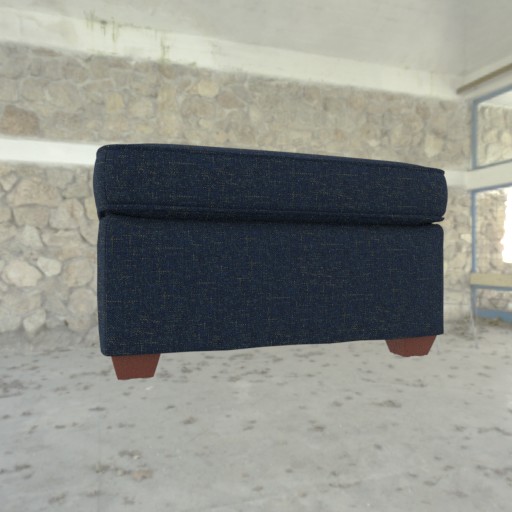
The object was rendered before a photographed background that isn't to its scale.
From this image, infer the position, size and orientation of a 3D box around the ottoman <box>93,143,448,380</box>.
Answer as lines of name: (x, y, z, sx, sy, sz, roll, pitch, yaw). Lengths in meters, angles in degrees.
ottoman: (0.000, 0.000, 1.097, 0.749, 0.450, 0.549, 0, -1, -18)
